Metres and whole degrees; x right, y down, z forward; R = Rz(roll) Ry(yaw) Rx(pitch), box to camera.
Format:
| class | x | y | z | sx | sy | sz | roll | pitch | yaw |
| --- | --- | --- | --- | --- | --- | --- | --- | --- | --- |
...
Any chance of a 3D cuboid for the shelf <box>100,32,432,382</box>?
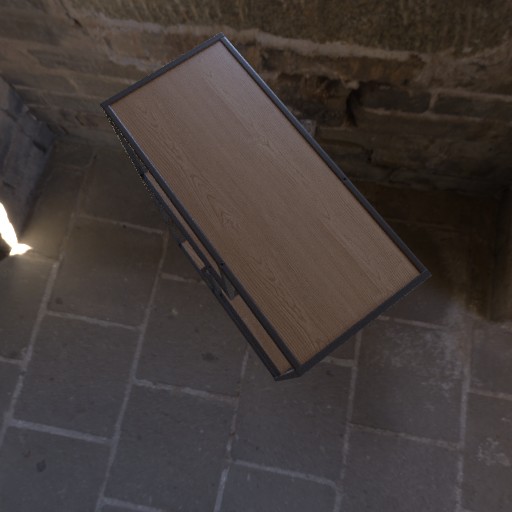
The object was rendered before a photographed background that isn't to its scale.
| class | x | y | z | sx | sy | sz | roll | pitch | yaw |
| --- | --- | --- | --- | --- | --- | --- | --- | --- | --- |
| shelf | 0.000 | 0.000 | 1.532 | 0.350 | 1.138 | 0.770 | -35 | 77 | -10 |
